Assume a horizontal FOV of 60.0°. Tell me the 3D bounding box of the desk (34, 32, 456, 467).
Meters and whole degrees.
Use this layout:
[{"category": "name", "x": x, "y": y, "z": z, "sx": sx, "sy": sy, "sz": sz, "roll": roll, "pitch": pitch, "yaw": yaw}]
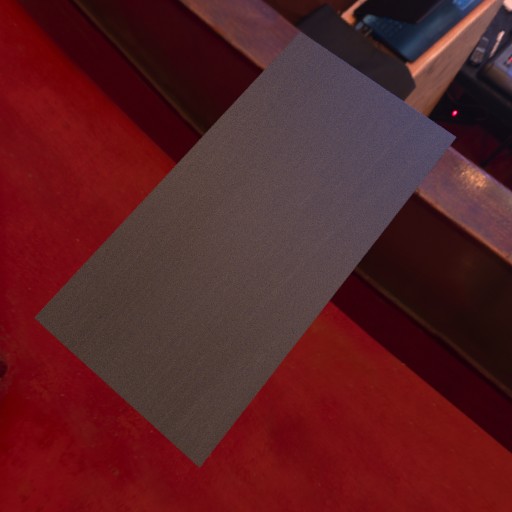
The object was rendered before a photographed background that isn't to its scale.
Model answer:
[{"category": "desk", "x": 0.000, "y": 0.000, "z": 1.385, "sx": 0.499, "sy": 0.660, "sz": 0.991, "roll": 38, "pitch": 79, "yaw": 9}]
